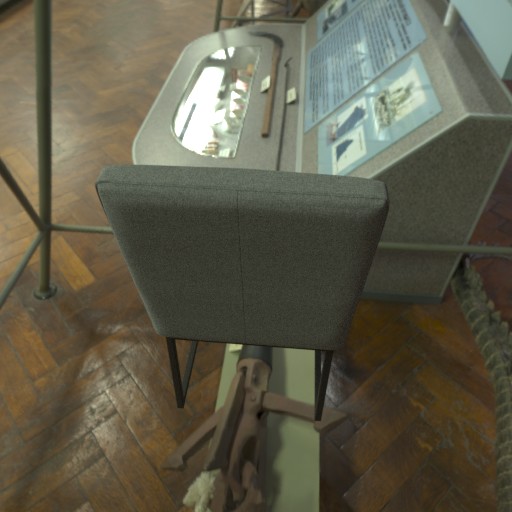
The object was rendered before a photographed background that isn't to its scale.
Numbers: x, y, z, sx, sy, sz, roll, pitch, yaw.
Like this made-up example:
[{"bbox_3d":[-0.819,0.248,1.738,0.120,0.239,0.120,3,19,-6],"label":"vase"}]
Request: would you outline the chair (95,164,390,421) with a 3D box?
[{"bbox_3d":[0.000,0.000,1.274,0.520,0.930,0.634,4,45,4],"label":"chair"}]
